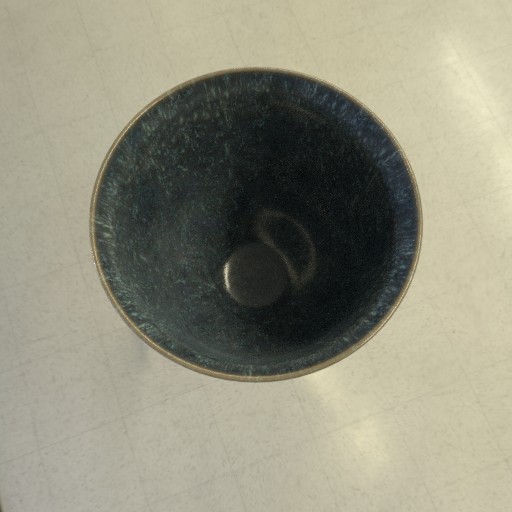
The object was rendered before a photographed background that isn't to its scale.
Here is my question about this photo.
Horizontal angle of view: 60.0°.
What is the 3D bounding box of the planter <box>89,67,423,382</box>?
[{"bbox_3d":[0.000,0.000,0.362,0.195,0.214,0.195,0,75,0],"label":"planter"}]
